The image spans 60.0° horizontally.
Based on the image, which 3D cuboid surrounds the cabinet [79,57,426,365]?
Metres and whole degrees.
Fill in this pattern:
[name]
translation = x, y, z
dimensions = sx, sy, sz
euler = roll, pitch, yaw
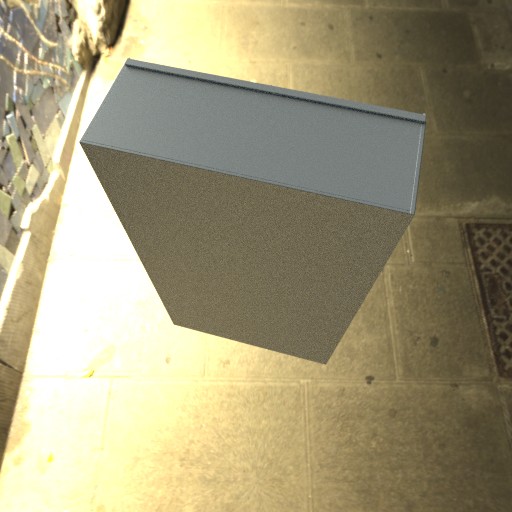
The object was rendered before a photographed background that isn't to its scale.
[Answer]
[cabinet]
translation = 0.000, 0.000, 2.647
dimensions = 1.250, 2.160, 0.480
euler = 13, 64, 7
